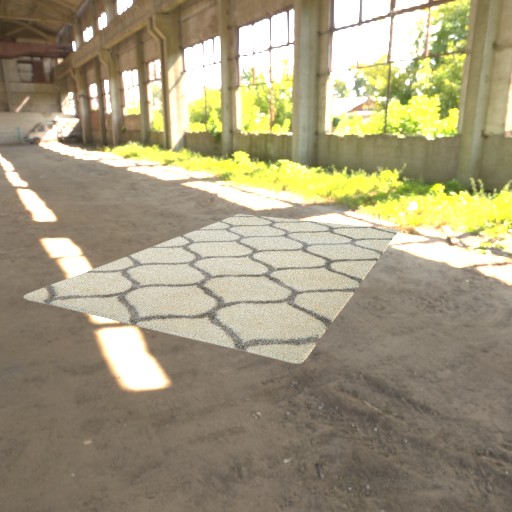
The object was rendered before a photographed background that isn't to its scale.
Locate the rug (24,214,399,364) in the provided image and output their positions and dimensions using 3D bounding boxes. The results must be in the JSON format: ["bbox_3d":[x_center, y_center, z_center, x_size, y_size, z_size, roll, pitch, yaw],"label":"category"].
[{"bbox_3d":[0.000,0.000,2.946,1.501,0.024,2.348,8,18,24],"label":"rug"}]
